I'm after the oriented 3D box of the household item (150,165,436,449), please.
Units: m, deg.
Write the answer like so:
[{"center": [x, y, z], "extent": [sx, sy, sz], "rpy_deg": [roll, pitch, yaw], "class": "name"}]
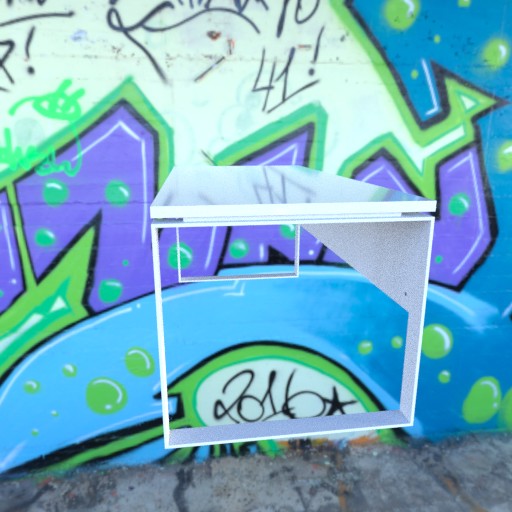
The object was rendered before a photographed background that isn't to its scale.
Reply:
[{"center": [0.000, 0.000, 2.120], "extent": [0.800, 0.745, 1.700], "rpy_deg": [-2, 15, -8], "class": "household item"}]
